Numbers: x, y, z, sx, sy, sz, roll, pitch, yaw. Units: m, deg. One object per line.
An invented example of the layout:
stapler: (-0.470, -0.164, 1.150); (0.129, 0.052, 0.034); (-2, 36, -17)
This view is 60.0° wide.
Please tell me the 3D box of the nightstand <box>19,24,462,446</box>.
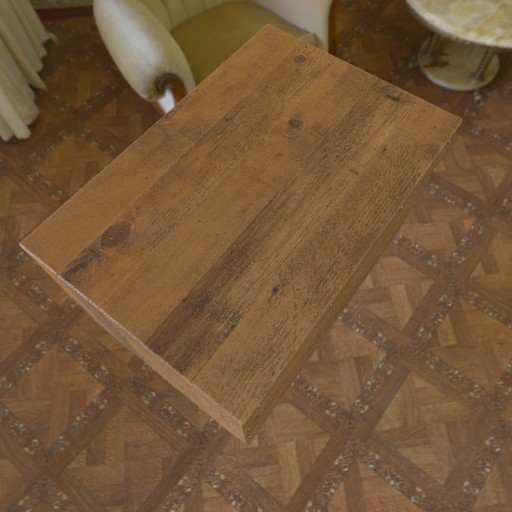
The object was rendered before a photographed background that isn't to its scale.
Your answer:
nightstand: (0.000, 0.000, 1.009); (0.450, 0.599, 0.650); (34, 68, 16)
